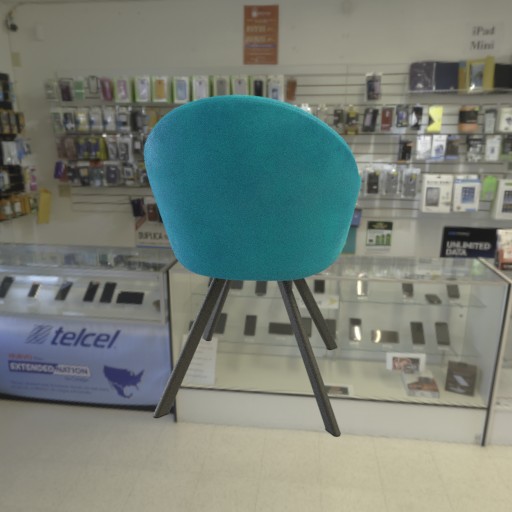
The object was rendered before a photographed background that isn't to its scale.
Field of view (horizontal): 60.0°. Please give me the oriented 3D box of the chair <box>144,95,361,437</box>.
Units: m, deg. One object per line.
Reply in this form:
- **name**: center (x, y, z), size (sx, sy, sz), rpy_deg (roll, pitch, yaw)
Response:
- **chair**: center (0.000, 0.000, 1.222), size (0.550, 0.795, 0.590), rpy_deg (2, 15, 9)
